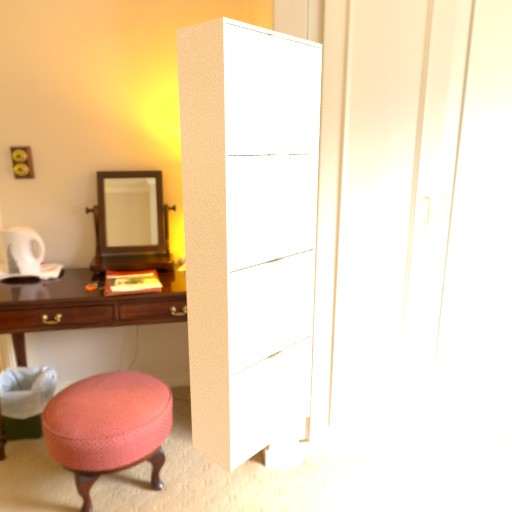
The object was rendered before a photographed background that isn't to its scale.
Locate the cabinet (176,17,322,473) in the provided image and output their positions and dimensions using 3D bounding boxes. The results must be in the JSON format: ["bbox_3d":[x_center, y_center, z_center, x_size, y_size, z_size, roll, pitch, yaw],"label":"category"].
[{"bbox_3d":[0.000,0.000,1.799,0.255,1.630,0.520,13,19,42],"label":"cabinet"}]
